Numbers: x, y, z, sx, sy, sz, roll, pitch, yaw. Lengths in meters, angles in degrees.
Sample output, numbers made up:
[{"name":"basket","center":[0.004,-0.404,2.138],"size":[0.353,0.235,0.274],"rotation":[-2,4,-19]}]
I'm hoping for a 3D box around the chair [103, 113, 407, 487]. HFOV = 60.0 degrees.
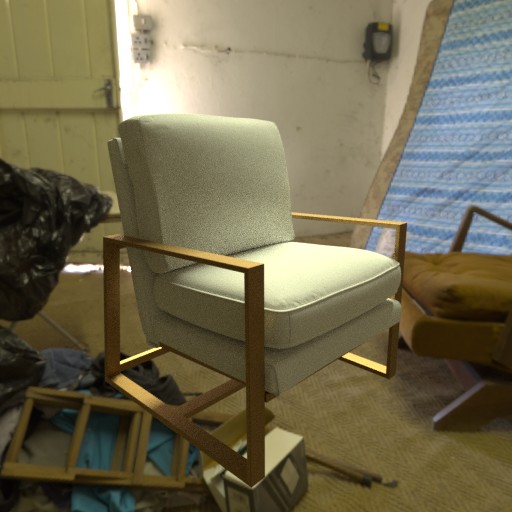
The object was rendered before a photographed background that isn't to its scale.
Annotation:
[{"name":"chair","center":[0.000,0.000,1.559],"size":[0.813,0.966,0.805],"rotation":[13,20,42]}]
